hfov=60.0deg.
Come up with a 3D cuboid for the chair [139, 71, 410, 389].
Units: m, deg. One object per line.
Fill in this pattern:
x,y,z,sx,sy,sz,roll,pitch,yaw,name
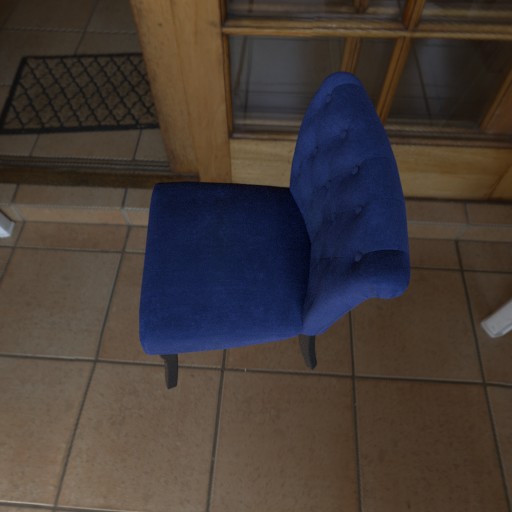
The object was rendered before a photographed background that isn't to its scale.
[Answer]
0.000,0.000,1.227,0.606,0.753,0.585,-2,59,-1,chair
